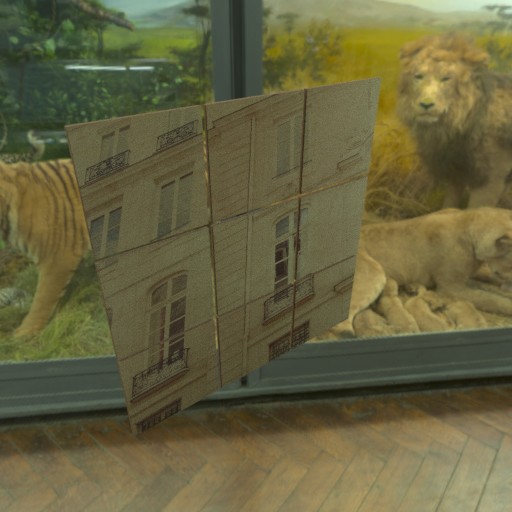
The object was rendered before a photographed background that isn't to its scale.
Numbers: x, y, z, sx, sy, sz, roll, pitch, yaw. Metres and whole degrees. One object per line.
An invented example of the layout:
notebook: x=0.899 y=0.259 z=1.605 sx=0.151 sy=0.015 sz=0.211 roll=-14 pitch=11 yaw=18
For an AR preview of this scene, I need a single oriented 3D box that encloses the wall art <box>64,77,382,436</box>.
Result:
wall art: x=0.000 y=0.000 z=1.761 sx=1.221 sy=1.218 sz=0.024 roll=-21 pitch=37 yaw=-31
